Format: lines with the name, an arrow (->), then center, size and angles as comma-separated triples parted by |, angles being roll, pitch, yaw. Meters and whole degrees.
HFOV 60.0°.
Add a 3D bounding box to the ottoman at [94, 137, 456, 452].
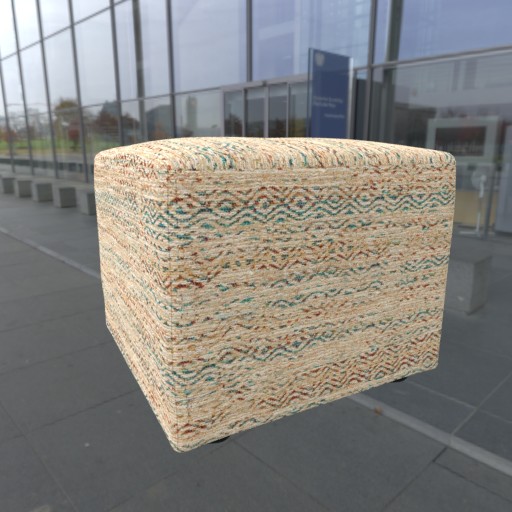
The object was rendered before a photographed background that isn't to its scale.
ottoman -> 0.000, 0.000, 0.878 | 0.521, 0.453, 0.512 | -7, 16, -27
